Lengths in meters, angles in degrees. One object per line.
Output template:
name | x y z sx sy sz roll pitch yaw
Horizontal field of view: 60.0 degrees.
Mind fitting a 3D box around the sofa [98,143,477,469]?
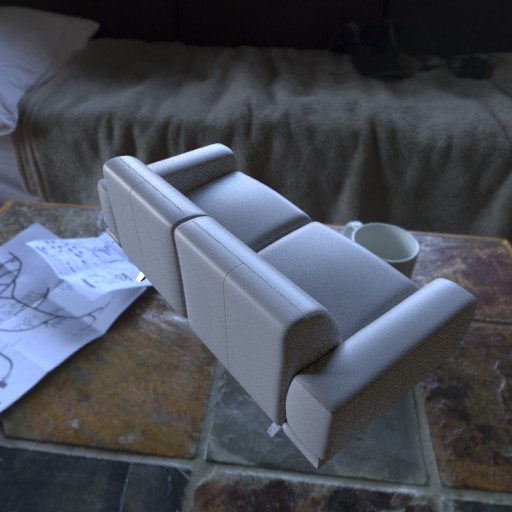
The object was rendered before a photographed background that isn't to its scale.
sofa | 0.000 0.000 2.271 0.900 0.772 1.901 -26 46 -29
